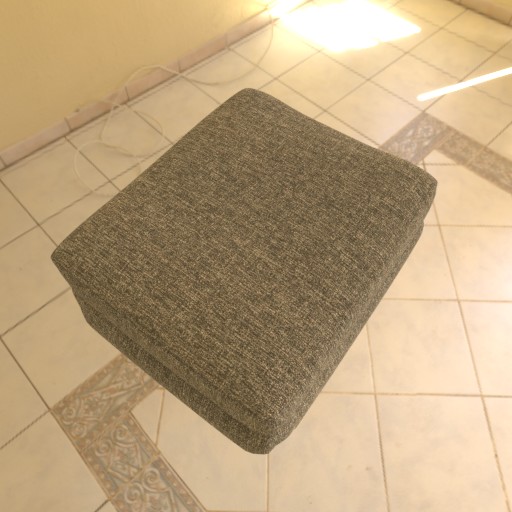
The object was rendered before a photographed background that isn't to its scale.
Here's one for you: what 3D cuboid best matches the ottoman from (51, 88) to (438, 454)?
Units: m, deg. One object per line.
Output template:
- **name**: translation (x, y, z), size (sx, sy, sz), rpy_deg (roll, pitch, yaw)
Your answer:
- **ottoman**: translation (0.000, 0.000, 1.231), size (0.683, 0.480, 0.828), rpy_deg (32, 63, 18)
